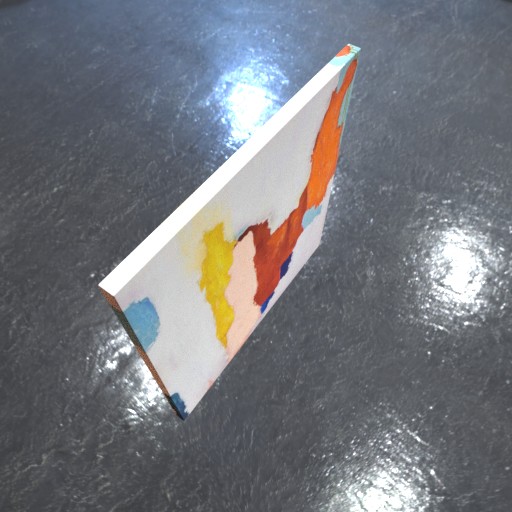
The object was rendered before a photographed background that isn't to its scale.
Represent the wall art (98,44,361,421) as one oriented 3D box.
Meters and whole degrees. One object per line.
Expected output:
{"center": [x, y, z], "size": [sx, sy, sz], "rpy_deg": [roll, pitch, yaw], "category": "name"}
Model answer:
{"center": [0.000, 0.000, 1.516], "size": [0.044, 1.017, 1.017], "rpy_deg": [31, 62, 19], "category": "wall art"}
